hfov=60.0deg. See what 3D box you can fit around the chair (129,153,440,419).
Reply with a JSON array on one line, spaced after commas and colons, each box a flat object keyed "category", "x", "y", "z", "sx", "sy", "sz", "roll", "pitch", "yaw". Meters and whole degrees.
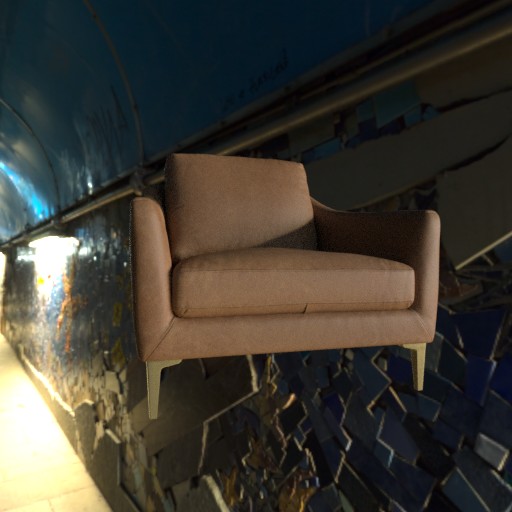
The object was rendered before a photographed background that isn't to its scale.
[{"category": "chair", "x": 0.000, "y": 0.000, "z": 1.742, "sx": 0.988, "sy": 0.895, "sz": 0.963, "roll": 0, "pitch": -1, "yaw": -18}]
